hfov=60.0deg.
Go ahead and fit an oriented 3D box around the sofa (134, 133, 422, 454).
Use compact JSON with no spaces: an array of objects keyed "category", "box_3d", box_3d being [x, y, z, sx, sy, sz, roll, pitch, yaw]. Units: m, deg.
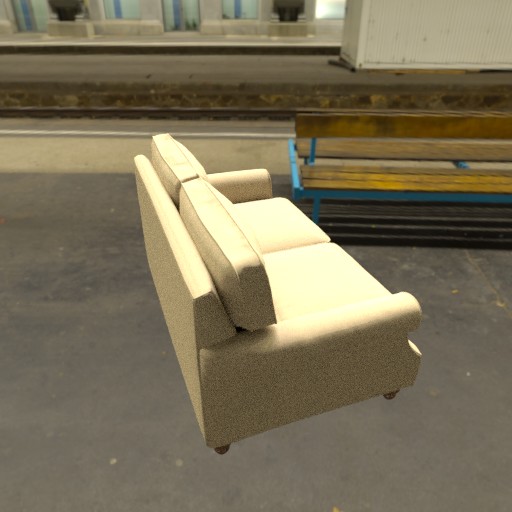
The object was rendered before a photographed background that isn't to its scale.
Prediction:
[{"category":"sofa","box_3d":[0.000,0.000,2.245,0.964,0.937,1.665,-11,32,-18]}]
